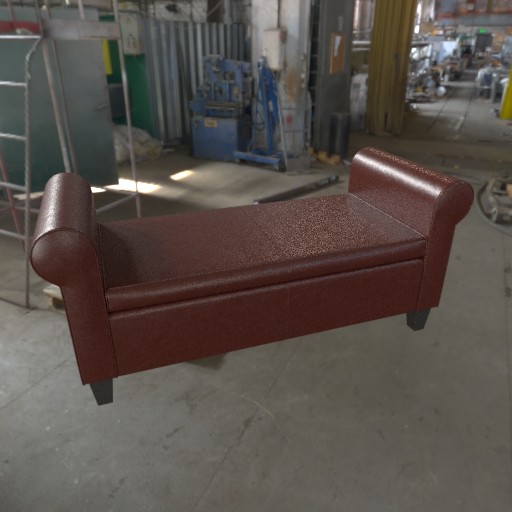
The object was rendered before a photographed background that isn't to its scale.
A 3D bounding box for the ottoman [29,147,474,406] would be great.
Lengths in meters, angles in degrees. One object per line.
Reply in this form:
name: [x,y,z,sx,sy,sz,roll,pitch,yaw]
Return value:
ottoman: [0.000,0.000,1.484,1.256,0.547,0.521,-9,27,-17]
